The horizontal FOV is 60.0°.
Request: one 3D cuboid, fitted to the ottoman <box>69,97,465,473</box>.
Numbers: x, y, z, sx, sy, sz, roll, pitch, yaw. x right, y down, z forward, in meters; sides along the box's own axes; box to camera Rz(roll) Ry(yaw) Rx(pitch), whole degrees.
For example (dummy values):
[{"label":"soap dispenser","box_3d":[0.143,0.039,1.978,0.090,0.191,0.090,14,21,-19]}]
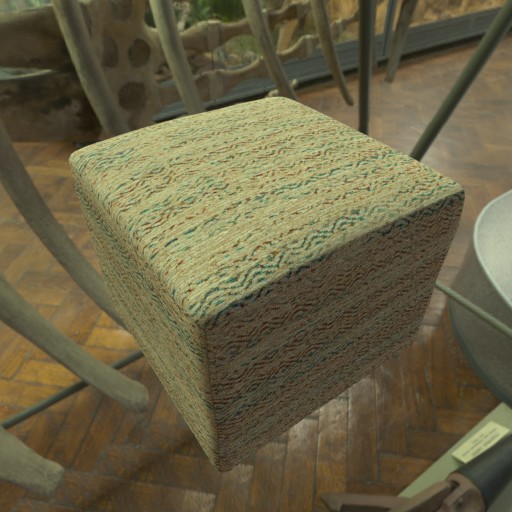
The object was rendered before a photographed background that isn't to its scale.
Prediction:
[{"label":"ottoman","box_3d":[0.000,0.000,0.892,0.512,0.453,0.521,-25,46,-26]}]
